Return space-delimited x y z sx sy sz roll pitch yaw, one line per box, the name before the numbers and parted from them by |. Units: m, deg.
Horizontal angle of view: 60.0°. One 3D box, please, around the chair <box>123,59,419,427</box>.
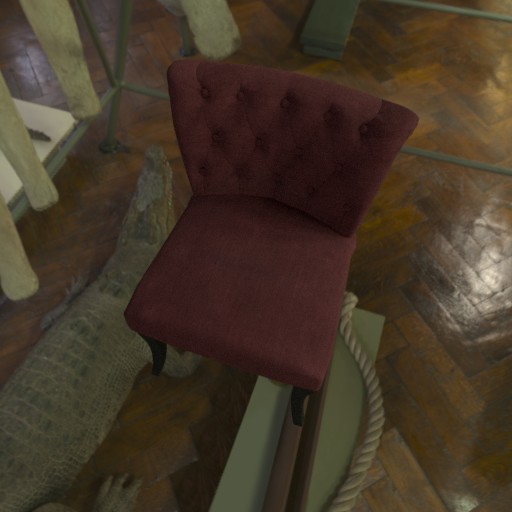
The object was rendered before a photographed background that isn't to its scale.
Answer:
chair | 0.000 0.000 1.186 0.582 0.750 0.605 16 60 10
